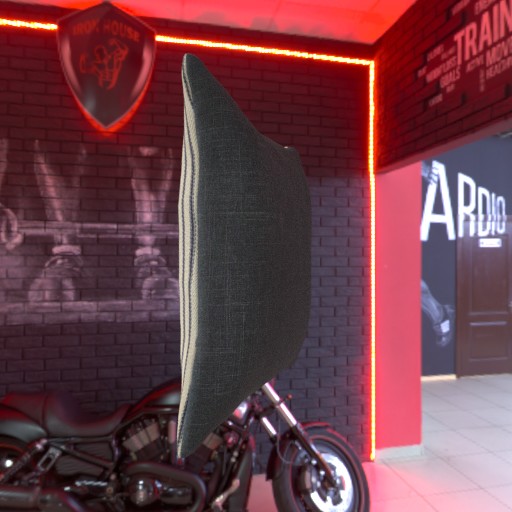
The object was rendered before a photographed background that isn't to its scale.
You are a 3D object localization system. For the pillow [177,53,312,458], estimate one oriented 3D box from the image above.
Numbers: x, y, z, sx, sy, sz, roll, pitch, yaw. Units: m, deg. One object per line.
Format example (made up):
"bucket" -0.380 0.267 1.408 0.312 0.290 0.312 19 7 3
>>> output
"pillow" 0.000 0.000 0.700 0.138 0.444 0.468 0 0 20
